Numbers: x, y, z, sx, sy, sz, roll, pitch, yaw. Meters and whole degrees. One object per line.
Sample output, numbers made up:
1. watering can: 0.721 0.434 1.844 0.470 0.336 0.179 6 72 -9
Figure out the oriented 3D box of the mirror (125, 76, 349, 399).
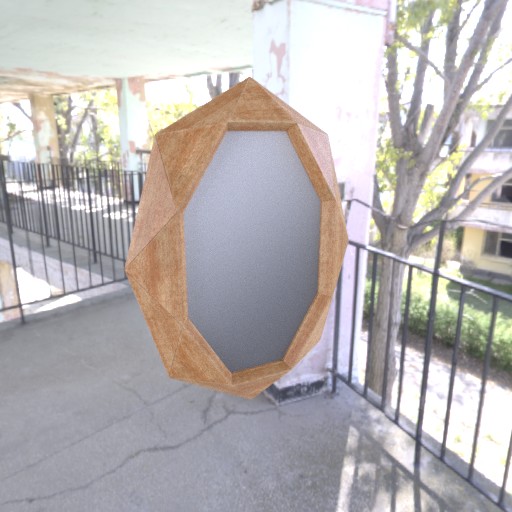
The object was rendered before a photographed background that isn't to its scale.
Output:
1. mirror: 0.000 0.000 1.013 0.577 0.774 0.070 -7 16 -26
